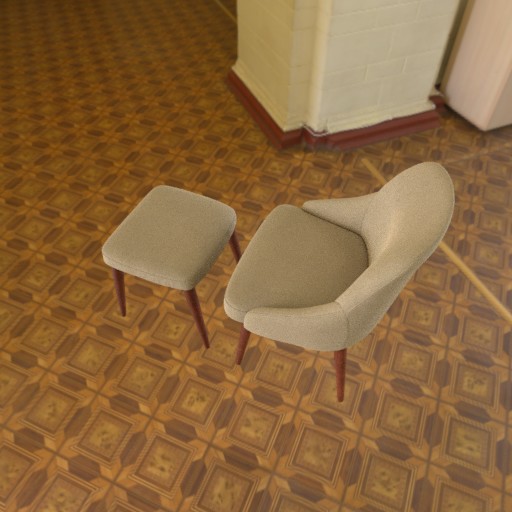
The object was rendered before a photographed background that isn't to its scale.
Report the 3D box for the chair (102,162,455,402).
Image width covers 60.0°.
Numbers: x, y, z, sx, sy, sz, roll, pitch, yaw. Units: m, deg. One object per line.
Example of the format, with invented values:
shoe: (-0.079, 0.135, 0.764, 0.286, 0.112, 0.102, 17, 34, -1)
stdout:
chair: (0.000, 0.000, 1.610, 1.114, 0.866, 0.584, 17, 51, 15)
